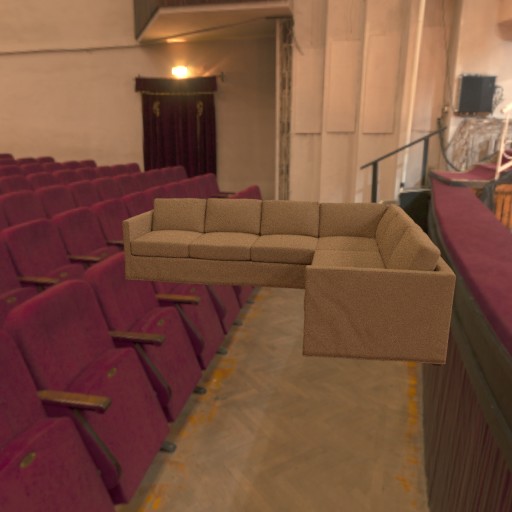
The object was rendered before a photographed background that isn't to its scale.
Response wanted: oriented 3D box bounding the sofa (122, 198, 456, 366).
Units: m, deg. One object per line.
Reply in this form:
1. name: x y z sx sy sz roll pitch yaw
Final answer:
1. sofa: 0.000 0.000 4.440 3.182 0.871 2.432 3 15 10
